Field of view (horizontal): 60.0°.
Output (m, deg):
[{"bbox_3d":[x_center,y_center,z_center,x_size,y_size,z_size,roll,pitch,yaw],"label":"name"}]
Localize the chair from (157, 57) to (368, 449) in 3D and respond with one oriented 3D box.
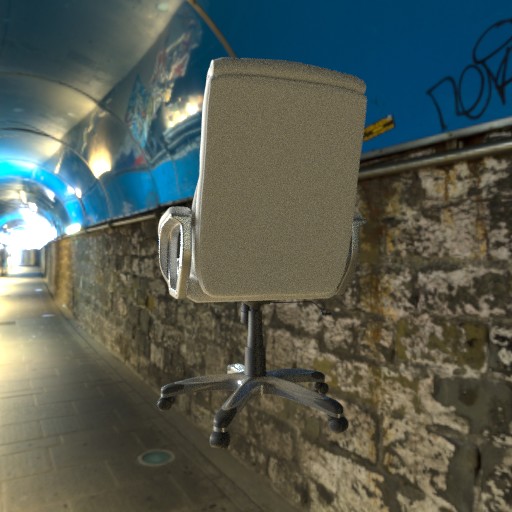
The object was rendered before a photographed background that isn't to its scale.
[{"bbox_3d":[0.000,0.000,1.604,0.687,1.120,0.738,0,0,-18],"label":"chair"}]
